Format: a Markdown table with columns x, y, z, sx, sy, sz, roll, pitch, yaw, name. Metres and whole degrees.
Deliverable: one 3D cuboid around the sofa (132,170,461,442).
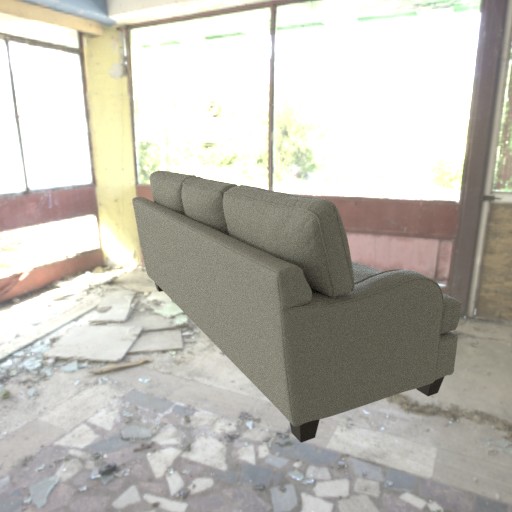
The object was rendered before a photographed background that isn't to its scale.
| x | y | z | sx | sy | sz | roll | pitch | yaw | name |
| --- | --- | --- | --- | --- | --- | --- | --- | --- | --- |
| 0.000 | 0.000 | 2.802 | 1.016 | 0.997 | 2.323 | -8 | 16 | -27 | sofa |
